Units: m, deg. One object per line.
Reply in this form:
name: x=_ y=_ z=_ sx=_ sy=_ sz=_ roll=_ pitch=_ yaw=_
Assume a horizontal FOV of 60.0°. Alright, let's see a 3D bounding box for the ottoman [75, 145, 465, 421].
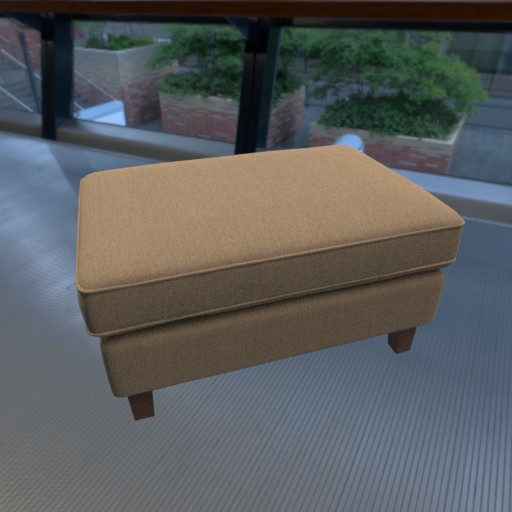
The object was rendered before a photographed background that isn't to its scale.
ottoman: x=0.000 y=0.000 z=1.328 sx=0.945 sy=0.521 sz=0.636 roll=-10 pitch=34 yaw=-15
